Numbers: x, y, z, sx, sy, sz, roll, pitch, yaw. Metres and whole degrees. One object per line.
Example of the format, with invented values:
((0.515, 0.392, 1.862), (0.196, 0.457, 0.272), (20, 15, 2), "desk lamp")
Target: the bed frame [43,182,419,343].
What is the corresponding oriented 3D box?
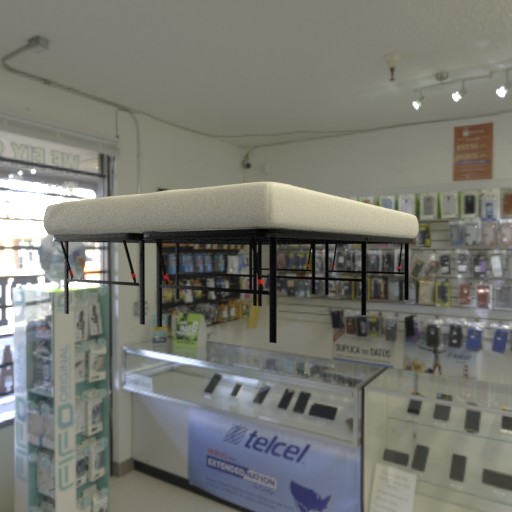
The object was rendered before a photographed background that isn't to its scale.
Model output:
((0.000, 0.000, 2.952), (1.584, 0.667, 2.151), (1, 1, 35), "bed frame")
